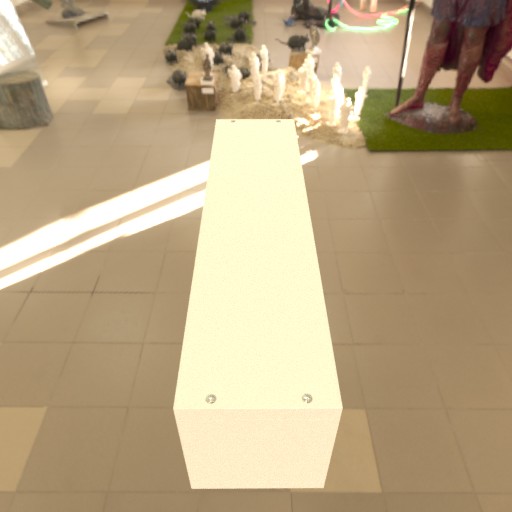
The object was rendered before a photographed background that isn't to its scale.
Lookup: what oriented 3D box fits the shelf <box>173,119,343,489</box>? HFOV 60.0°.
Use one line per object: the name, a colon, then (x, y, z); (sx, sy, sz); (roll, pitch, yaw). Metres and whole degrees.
shelf: (0.000, 0.000, 0.677); (0.150, 0.170, 0.610); (0, 41, 0)
